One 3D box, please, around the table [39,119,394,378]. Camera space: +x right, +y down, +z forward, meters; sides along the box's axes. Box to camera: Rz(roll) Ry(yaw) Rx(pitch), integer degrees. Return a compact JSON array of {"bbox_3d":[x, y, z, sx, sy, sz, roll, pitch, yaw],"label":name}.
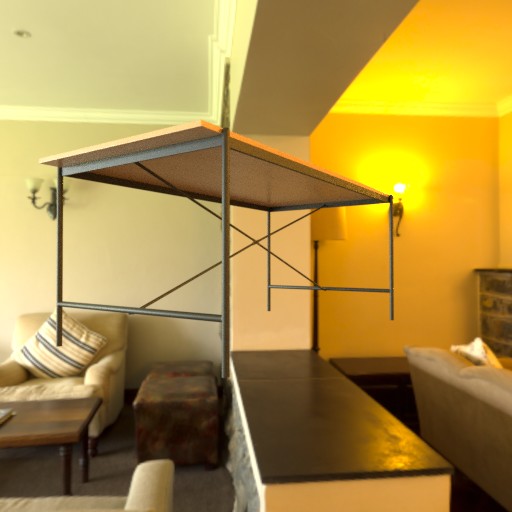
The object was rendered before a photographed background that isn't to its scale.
[{"bbox_3d":[0.000,0.000,2.253,0.900,0.758,1.800,-1,-1,34],"label":"table"}]
